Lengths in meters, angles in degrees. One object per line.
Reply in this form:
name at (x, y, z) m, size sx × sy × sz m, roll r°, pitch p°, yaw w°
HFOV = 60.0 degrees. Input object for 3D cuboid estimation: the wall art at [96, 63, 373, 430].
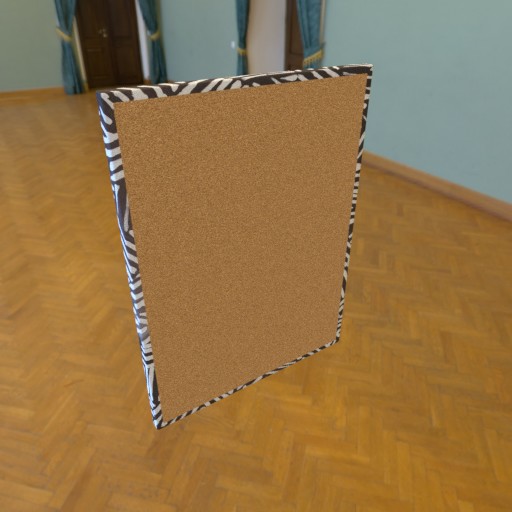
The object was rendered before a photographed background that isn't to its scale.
wall art at (0.000, 0.000, 1.334) m, size 0.765 × 1.017 × 0.038 m, roll -18°, pitch 35°, yaw -28°
